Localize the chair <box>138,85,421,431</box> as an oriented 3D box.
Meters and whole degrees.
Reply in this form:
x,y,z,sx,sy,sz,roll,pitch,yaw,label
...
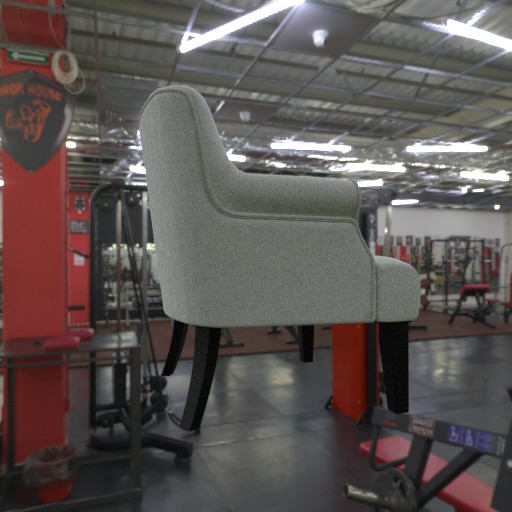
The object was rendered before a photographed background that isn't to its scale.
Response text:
x,y,z,sx,sy,sz,roll,pitch,yaw,label
0.000,0.000,1.460,0.750,0.875,0.781,0,-1,-17,chair
